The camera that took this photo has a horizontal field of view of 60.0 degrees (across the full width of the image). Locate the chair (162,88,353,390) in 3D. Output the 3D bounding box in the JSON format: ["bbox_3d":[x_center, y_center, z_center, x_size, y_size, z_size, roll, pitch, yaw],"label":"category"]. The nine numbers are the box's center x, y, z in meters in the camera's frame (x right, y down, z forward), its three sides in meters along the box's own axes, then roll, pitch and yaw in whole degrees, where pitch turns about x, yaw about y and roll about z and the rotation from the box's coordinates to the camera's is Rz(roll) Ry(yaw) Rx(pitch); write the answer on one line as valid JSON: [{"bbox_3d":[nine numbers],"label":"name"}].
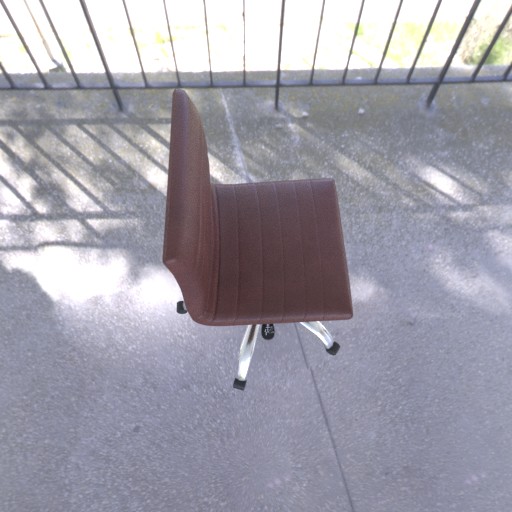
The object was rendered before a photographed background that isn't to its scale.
[{"bbox_3d":[0.000,0.000,1.151,0.530,0.780,0.556,-2,64,-1],"label":"chair"}]
